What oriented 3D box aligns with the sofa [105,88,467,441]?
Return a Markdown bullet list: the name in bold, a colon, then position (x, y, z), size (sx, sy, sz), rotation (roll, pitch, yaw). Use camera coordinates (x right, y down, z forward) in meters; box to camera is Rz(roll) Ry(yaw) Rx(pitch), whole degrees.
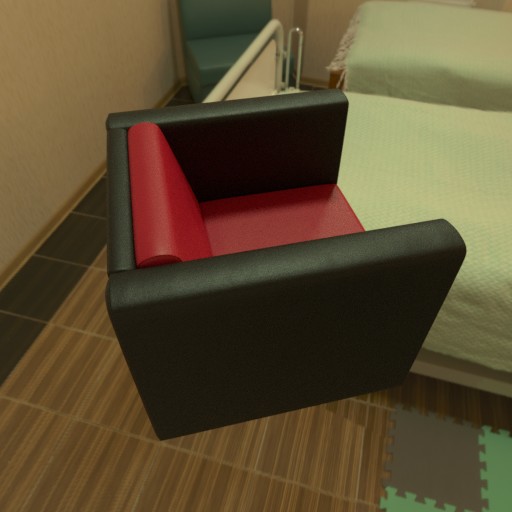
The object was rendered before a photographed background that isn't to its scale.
- **sofa**: position (0.000, 0.000, 1.452), size (0.809, 0.724, 0.839), rotation (-10, 46, -9)
